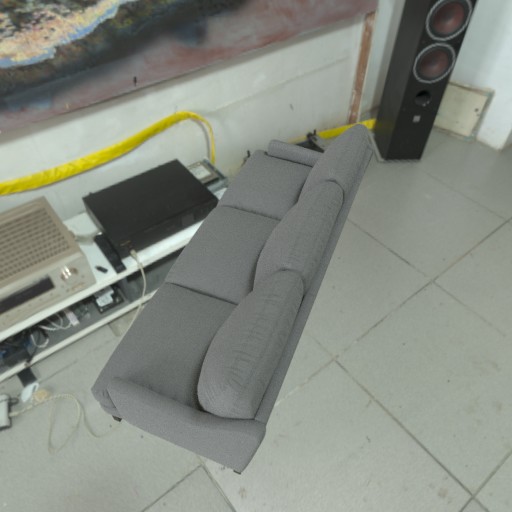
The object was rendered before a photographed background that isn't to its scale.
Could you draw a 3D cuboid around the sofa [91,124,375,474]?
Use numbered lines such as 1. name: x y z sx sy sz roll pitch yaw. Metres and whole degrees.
1. sofa: 0.000 0.000 2.879 0.987 0.926 2.344 17 50 14
